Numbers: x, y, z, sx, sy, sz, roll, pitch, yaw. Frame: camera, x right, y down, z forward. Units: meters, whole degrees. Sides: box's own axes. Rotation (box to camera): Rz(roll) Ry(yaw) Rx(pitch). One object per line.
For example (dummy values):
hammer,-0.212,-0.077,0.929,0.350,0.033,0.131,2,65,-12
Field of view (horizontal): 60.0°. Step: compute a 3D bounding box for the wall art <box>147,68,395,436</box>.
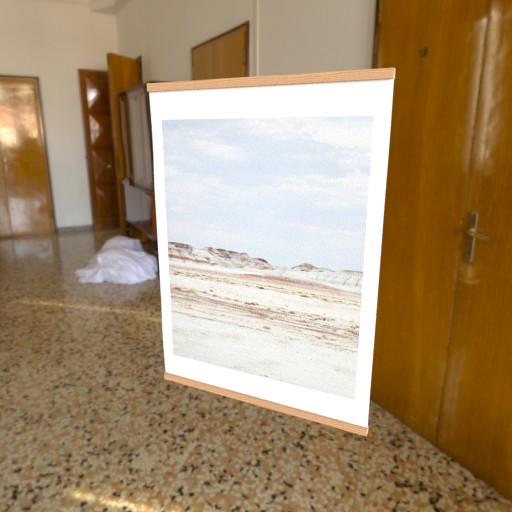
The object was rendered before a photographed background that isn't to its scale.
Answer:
wall art,0.000,0.000,1.348,0.739,1.016,0.020,7,17,25
